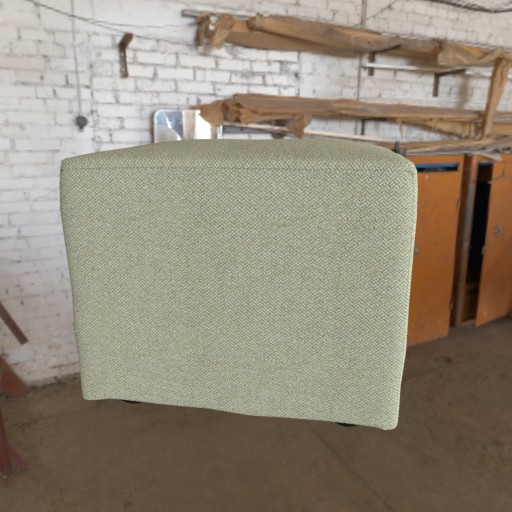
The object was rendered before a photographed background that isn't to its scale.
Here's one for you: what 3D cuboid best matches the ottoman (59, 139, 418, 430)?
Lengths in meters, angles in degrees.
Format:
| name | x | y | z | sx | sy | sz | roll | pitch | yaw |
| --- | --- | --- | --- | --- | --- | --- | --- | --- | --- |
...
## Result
| name | x | y | z | sx | sy | sz | roll | pitch | yaw |
| --- | --- | --- | --- | --- | --- | --- | --- | --- | --- |
| ottoman | 0.000 | 0.000 | 0.886 | 0.521 | 0.453 | 0.512 | 3 | 15 | 10 |
